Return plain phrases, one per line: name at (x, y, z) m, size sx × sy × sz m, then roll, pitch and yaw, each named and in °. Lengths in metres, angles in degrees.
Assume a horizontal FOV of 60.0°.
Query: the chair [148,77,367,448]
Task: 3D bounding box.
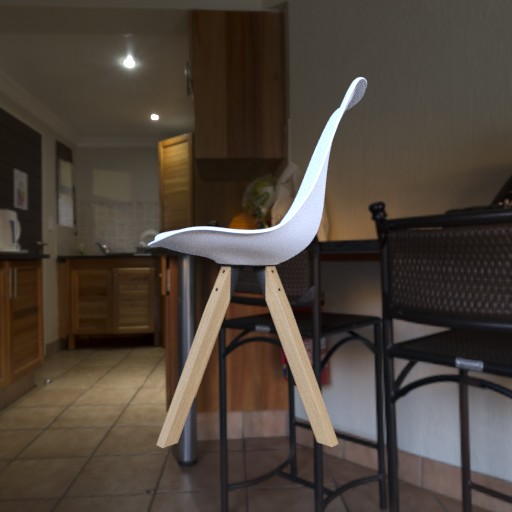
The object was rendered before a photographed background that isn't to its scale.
chair at (0.000, 0.000, 1.163) m, size 0.550 × 0.849 × 0.485 m, roll 0°, pitch 1°, yaw -1°
